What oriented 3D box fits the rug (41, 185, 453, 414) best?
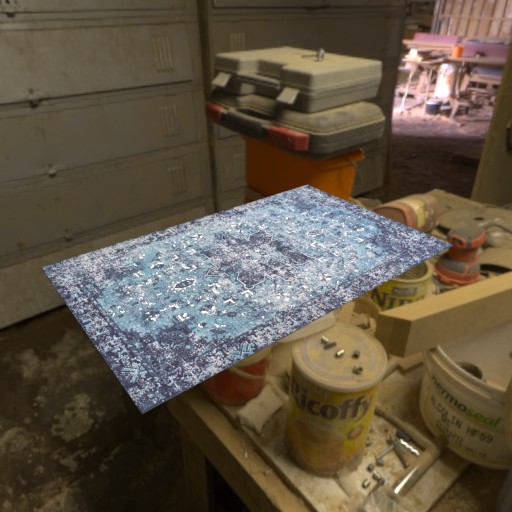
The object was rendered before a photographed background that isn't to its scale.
[{"bbox_3d":[0.000,0.000,3.074,2.440,0.007,1.525,-22,36,-32],"label":"rug"}]
